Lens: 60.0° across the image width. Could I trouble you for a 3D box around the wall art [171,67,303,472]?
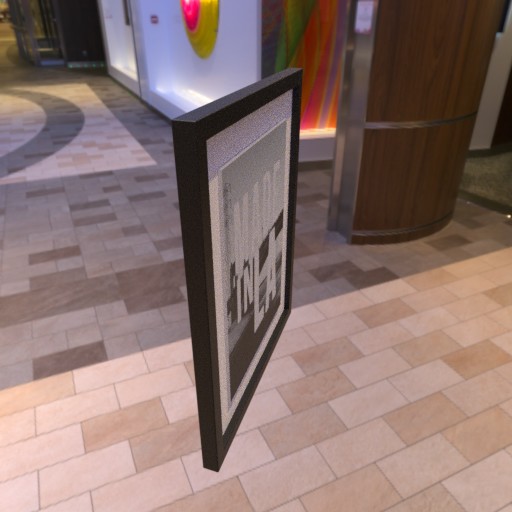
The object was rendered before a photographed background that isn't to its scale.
[{"bbox_3d":[0.000,0.000,0.773,0.028,0.559,0.457,10,31,16],"label":"wall art"}]
